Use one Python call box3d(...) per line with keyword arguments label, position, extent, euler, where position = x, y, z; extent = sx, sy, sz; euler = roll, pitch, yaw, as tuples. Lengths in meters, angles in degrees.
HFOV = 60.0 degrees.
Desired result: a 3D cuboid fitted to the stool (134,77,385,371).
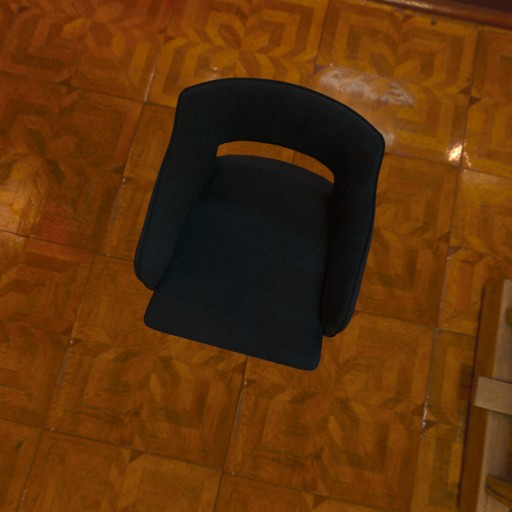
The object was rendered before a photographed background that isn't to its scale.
box3d(label="stool", position=(0.000, 0.000, 1.301), extent=(0.550, 0.940, 0.560), euler=(14, 79, 3))
